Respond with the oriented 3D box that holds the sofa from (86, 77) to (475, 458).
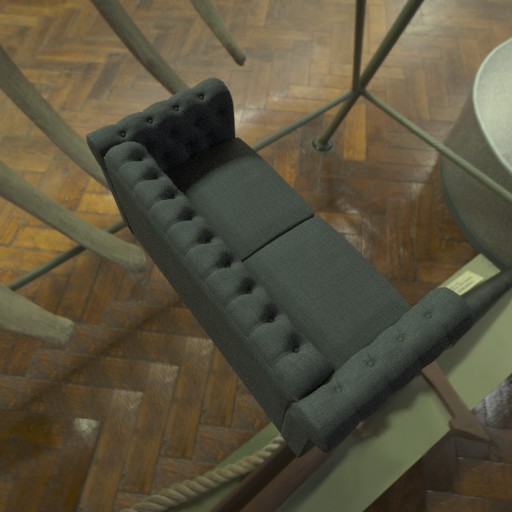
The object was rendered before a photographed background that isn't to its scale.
[{"bbox_3d":[0.000,0.000,2.208,0.783,0.797,1.798,-33,64,-19],"label":"sofa"}]
